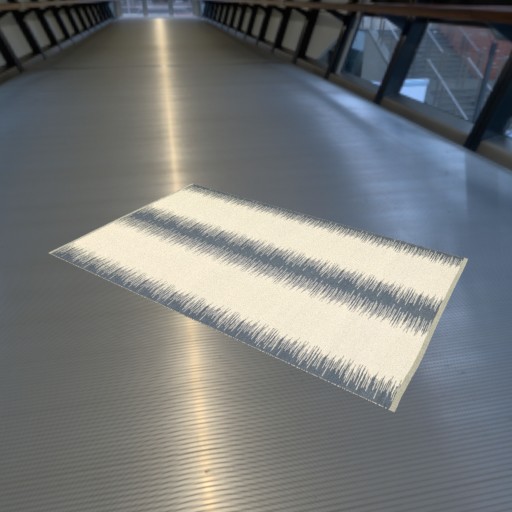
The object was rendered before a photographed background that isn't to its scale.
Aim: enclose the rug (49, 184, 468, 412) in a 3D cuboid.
[{"bbox_3d":[0.000,0.000,3.034,2.453,0.003,1.519,19,36,28],"label":"rug"}]
